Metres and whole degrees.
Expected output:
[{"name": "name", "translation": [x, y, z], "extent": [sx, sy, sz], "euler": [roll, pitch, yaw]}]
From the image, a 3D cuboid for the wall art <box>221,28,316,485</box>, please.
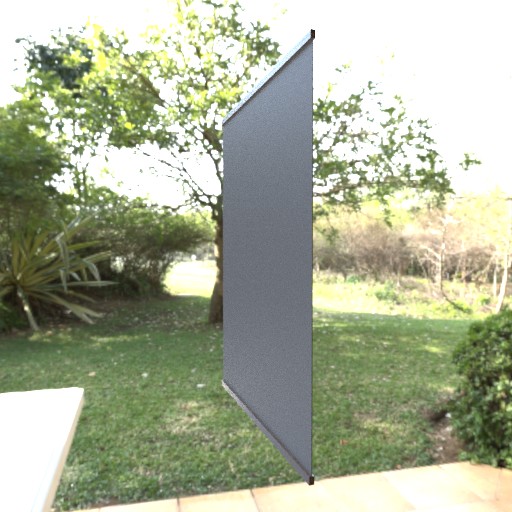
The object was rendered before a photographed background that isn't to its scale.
[{"name": "wall art", "translation": [0.000, 0.000, 1.345], "extent": [0.013, 1.016, 0.758], "euler": [0, 1, -19]}]
